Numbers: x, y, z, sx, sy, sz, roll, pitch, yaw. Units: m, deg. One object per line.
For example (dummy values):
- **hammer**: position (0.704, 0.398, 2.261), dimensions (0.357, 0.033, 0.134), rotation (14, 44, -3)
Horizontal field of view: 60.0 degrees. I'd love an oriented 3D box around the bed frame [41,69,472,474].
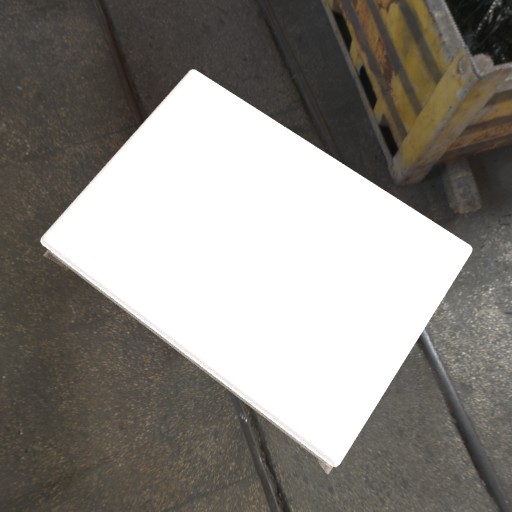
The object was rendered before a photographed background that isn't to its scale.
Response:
- **bed frame**: position (0.000, 0.000, 2.592), dimensions (1.945, 0.497, 1.445), rotation (35, 78, 9)
